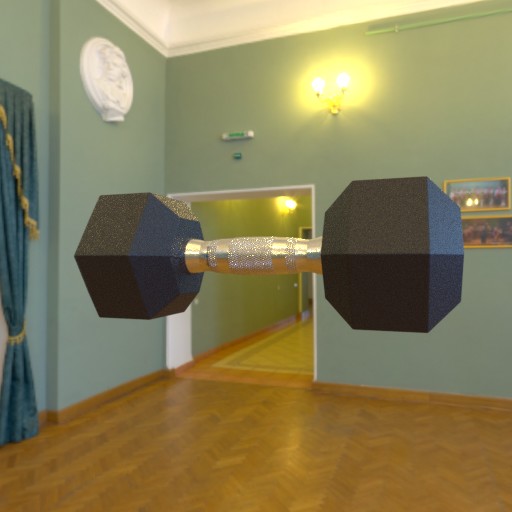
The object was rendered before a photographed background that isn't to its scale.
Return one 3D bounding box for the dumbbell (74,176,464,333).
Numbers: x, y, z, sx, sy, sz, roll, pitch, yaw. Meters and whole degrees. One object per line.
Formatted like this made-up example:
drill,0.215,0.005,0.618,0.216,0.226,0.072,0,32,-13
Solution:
dumbbell,0.000,0.000,0.428,0.356,0.123,0.141,0,-1,19
